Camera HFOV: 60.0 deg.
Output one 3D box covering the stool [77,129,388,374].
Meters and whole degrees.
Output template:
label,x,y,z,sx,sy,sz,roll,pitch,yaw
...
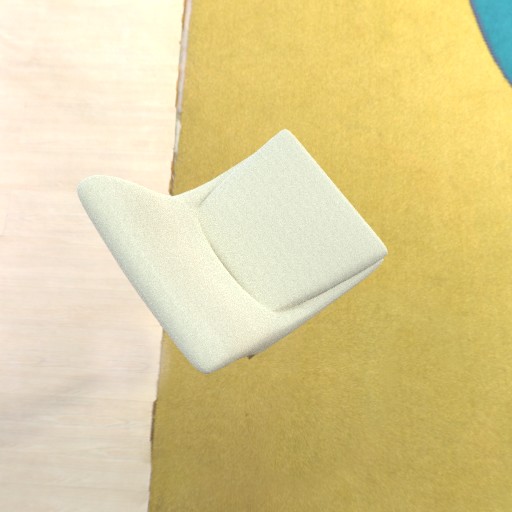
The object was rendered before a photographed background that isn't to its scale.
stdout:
label,x,y,z,sx,sy,sz,roll,pitch,yaw
stool,0.000,0.000,1.298,0.559,0.991,0.483,-36,79,-8
